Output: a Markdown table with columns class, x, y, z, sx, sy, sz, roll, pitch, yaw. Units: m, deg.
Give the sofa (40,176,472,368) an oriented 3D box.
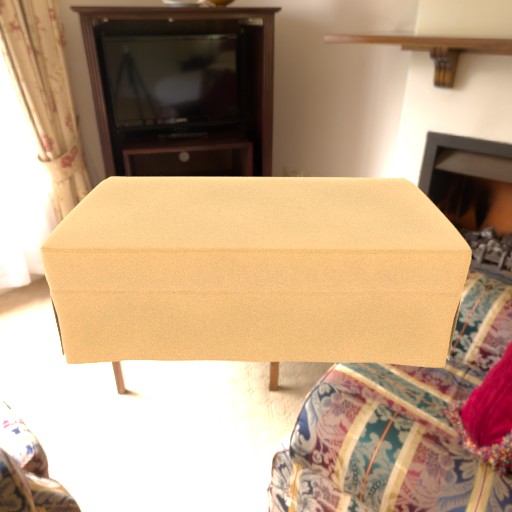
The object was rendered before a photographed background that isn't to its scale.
| class | x | y | z | sx | sy | sz | roll | pitch | yaw |
| --- | --- | --- | --- | --- | --- | --- | --- | --- | --- |
| sofa | 0.000 | 0.000 | 2.127 | 1.677 | 0.552 | 0.939 | 0 | 28 | 1 |
